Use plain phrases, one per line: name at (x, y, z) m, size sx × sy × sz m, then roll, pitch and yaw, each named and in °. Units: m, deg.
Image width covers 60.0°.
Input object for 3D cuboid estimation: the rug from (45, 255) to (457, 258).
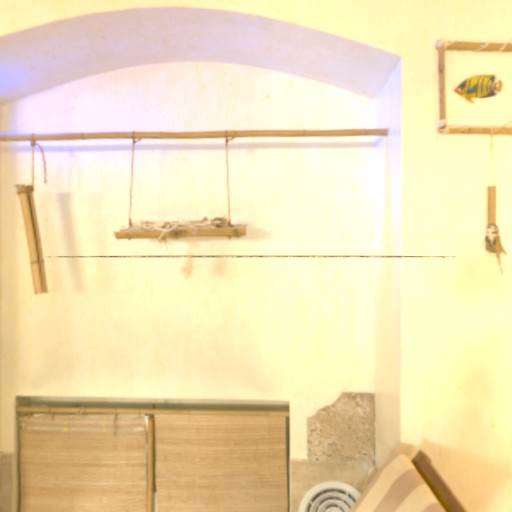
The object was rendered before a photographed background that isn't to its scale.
rug at (0.000, 0.000, 4.037) m, size 2.438 × 0.010 × 3.048 m, roll 0°, pitch 0°, yaw 1°
